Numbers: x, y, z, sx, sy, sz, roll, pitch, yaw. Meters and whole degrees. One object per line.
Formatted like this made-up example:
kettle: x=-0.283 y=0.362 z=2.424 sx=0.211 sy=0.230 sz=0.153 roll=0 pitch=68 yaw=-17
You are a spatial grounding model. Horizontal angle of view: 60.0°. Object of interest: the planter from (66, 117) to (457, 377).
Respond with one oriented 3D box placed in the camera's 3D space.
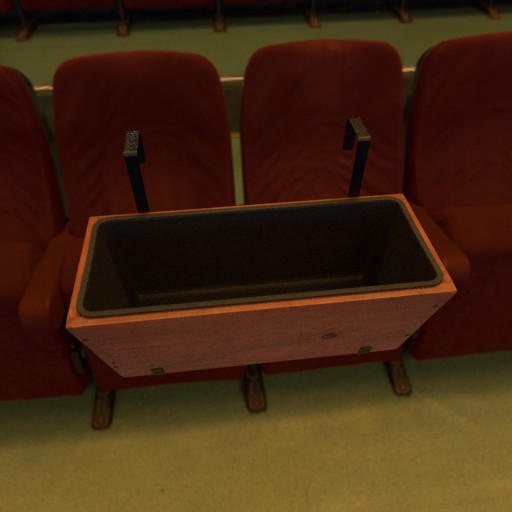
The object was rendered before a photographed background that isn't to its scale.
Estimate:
planter: x=0.000 y=0.000 z=0.657 sx=0.480 sy=0.289 sz=0.262 roll=-5 pitch=46 yaw=-5
